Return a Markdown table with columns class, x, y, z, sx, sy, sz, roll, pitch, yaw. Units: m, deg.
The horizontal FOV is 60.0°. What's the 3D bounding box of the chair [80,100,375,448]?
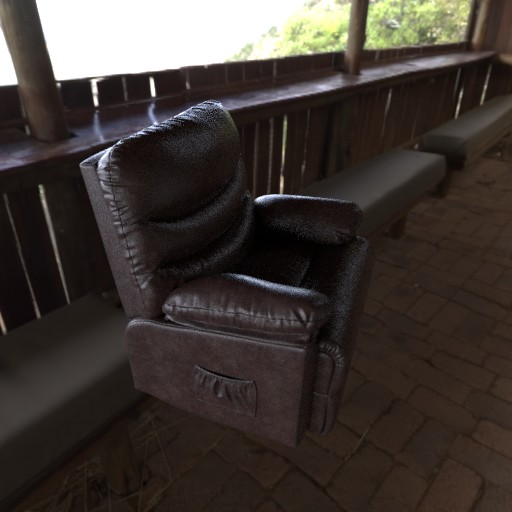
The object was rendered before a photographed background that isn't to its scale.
| class | x | y | z | sx | sy | sz | roll | pitch | yaw |
| --- | --- | --- | --- | --- | --- | --- | --- | --- | --- |
| chair | 0.000 | 0.000 | 1.750 | 0.879 | 1.041 | 0.940 | 10 | 32 | 17 |
